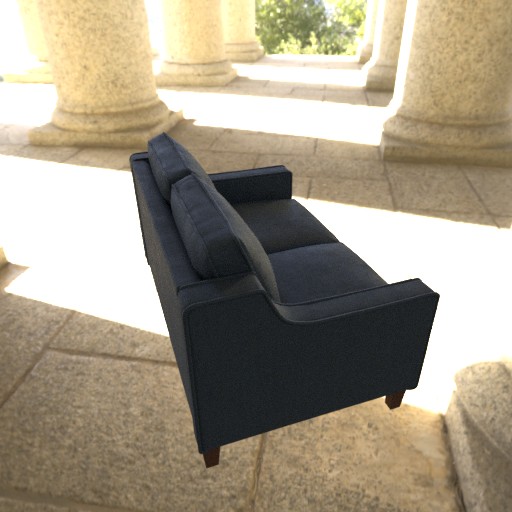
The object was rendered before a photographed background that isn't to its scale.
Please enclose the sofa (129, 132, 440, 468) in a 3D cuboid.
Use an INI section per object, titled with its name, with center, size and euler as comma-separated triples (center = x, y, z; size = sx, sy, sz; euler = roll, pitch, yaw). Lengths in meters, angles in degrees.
[sofa]
center = 0.000, 0.000, 2.201
size = 0.987, 0.971, 1.501
euler = -10, 32, -17
